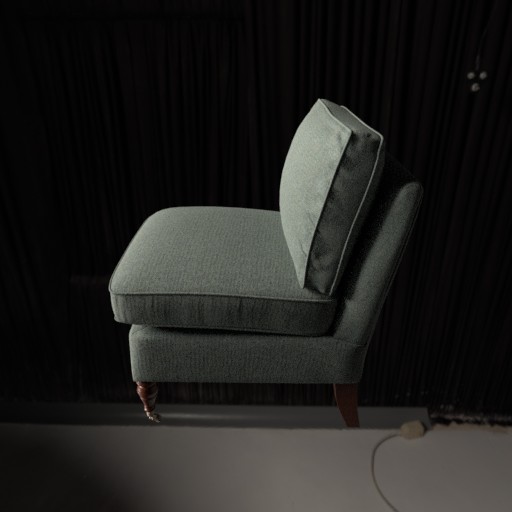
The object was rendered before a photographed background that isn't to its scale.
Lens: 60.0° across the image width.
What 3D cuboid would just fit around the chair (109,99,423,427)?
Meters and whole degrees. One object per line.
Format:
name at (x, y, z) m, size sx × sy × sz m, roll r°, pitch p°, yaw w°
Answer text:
chair at (0.000, 0.000, 1.430) m, size 0.796 × 0.901 × 0.624 m, roll 0°, pitch 26°, yaw 0°
